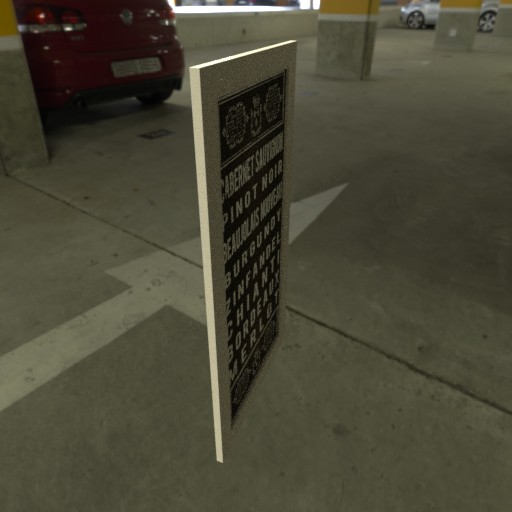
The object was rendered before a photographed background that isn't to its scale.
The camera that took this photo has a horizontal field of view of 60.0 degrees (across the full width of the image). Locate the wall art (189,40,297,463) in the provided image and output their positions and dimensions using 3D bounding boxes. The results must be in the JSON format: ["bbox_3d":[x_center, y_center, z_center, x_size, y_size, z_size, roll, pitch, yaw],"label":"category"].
[{"bbox_3d":[0.000,0.000,0.809,0.013,0.683,0.380,11,32,18],"label":"wall art"}]
